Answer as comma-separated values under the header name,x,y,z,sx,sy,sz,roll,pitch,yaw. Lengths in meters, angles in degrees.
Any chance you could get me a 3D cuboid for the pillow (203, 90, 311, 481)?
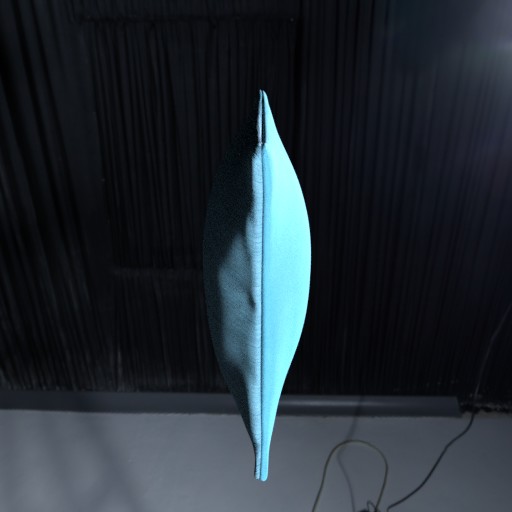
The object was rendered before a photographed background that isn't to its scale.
name,x,y,z,sx,sy,sz,roll,pitch,yaw
pillow,0.000,0.000,0.647,0.151,0.415,0.433,0,27,1
